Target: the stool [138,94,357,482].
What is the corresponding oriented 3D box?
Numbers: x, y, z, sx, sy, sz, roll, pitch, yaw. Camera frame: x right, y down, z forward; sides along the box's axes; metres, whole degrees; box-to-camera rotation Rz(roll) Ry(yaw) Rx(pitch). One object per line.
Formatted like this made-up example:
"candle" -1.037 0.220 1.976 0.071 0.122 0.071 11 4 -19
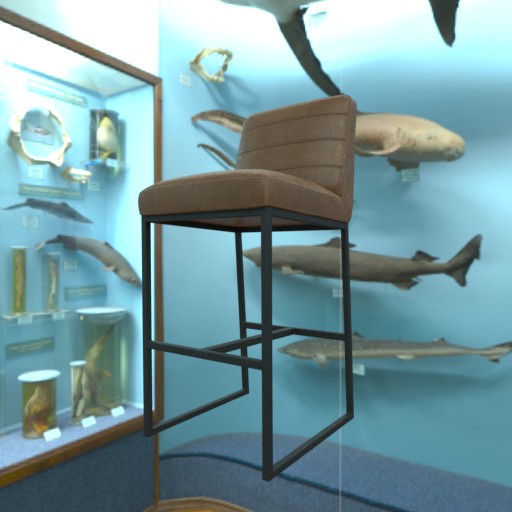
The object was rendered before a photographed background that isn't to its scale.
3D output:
"stool" 0.000 0.000 1.353 0.458 1.040 0.556 0 1 36
